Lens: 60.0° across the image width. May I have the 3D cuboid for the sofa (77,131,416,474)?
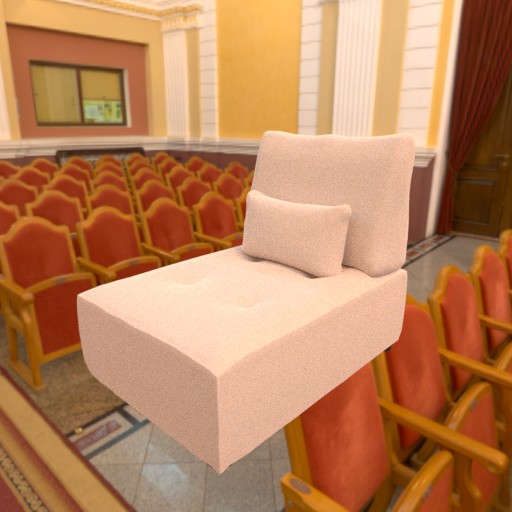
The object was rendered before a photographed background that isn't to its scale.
[{"bbox_3d":[0.000,0.000,1.549,0.700,0.820,1.000,16,23,41],"label":"sofa"}]
